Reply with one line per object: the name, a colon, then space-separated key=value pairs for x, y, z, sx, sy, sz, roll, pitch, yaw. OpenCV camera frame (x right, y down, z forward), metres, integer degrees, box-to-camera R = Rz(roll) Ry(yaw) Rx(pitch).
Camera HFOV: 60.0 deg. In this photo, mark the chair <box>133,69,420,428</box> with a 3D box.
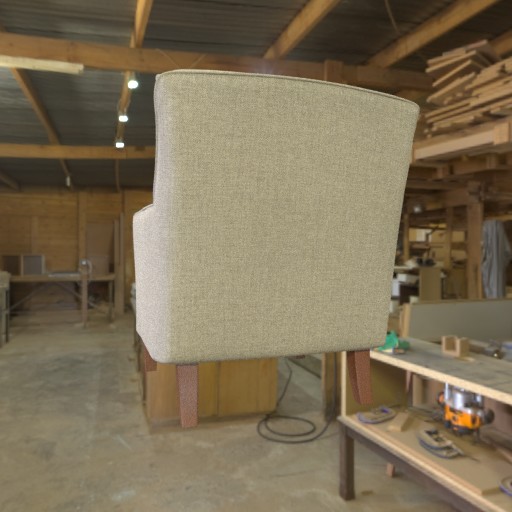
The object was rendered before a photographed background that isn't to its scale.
chair: x=0.000 y=0.000 z=1.743 sx=0.887 sy=1.047 sz=0.993 roll=0 pitch=1 yaw=-19
